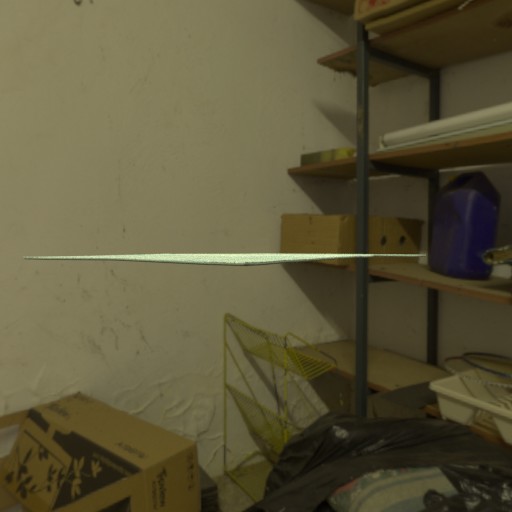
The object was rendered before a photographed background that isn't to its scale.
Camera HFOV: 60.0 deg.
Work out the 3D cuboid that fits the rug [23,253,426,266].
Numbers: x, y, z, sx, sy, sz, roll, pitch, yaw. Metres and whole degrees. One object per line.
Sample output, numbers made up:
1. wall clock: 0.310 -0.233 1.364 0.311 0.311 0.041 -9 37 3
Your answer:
1. rug: 0.000 0.000 5.252 2.802 0.052 4.078 1 1 36
